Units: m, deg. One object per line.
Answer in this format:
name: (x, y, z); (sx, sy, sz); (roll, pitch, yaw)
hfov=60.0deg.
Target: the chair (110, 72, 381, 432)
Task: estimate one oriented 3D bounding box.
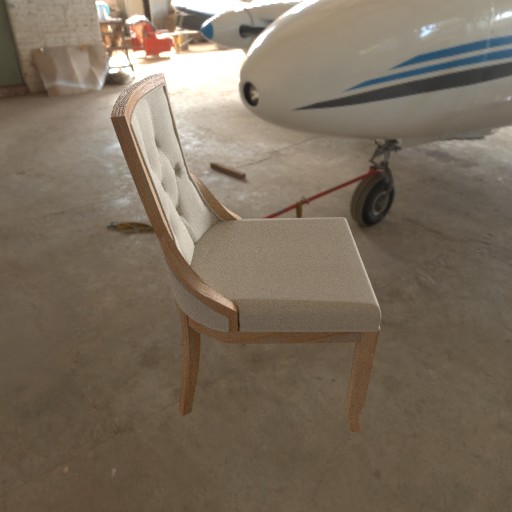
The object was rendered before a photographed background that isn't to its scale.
chair: (0.000, 0.000, 1.318); (0.641, 0.947, 0.524); (0, 33, 0)
